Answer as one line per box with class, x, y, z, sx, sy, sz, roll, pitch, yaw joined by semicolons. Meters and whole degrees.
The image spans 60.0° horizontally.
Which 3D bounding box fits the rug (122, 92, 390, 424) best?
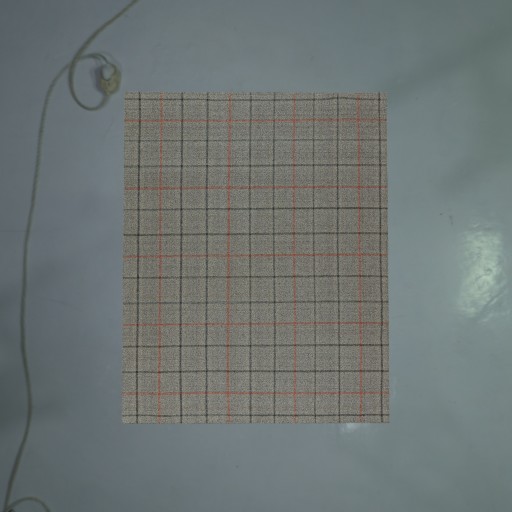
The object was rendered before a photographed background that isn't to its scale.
rug;0.000;0.000;4.078;2.444;0.012;3.048;0;88;0
